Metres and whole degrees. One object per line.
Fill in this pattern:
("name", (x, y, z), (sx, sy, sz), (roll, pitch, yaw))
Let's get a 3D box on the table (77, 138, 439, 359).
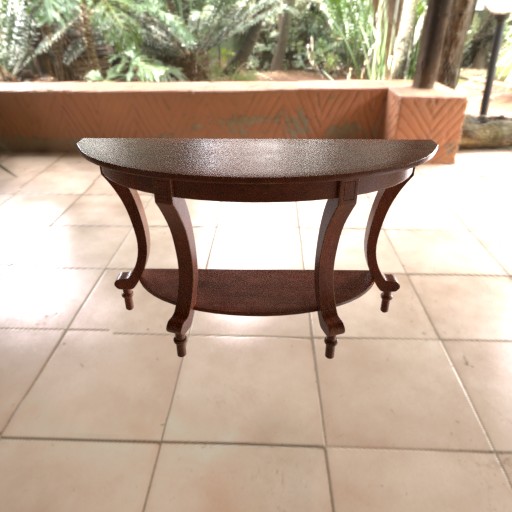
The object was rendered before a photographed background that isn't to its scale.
("table", (0.000, 0.000, 1.516), (1.198, 0.699, 0.394), (0, 29, 1))
